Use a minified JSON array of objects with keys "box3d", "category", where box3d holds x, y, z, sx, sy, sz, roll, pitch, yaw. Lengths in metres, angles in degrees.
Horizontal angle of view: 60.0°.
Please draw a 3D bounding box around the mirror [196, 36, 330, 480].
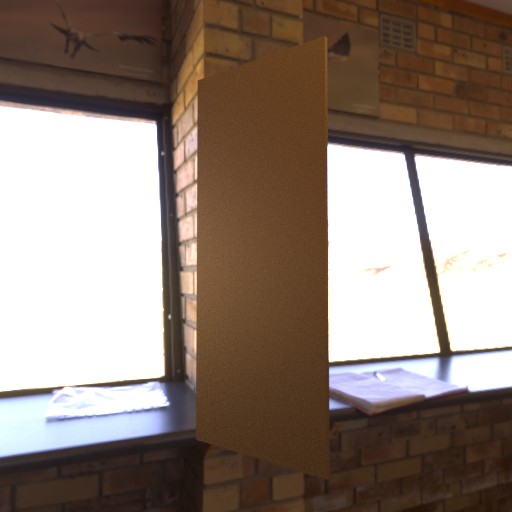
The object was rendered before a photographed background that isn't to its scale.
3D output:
[{"box3d":[0.000,0.000,2.277,0.812,2.031,0.025,-1,-2,36],"category":"mirror"}]
